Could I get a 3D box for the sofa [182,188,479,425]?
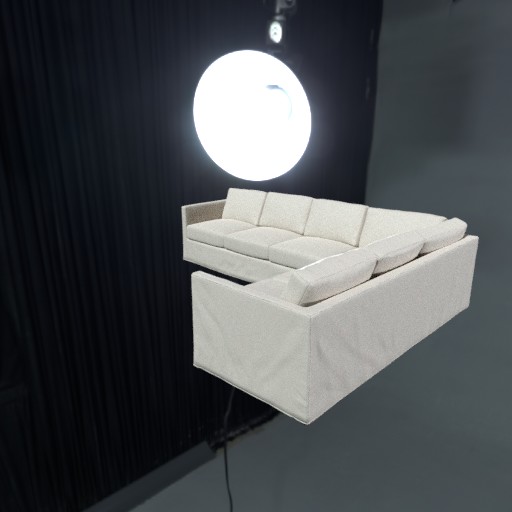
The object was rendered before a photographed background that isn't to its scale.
[{"bbox_3d":[0.000,0.000,4.226,3.182,0.871,2.432,16,22,43],"label":"sofa"}]
